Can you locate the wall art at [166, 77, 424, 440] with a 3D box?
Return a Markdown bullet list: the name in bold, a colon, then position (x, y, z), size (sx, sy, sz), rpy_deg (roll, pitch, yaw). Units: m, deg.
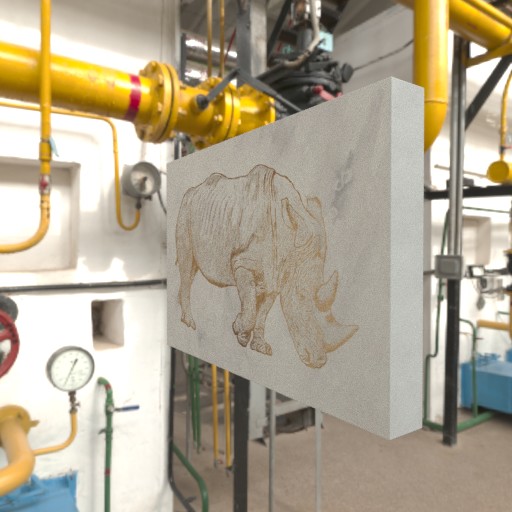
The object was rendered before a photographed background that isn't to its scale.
- **wall art**: position (0.000, 0.000, 0.476), size (0.038, 0.254, 0.381), rpy_deg (-1, 1, -35)
